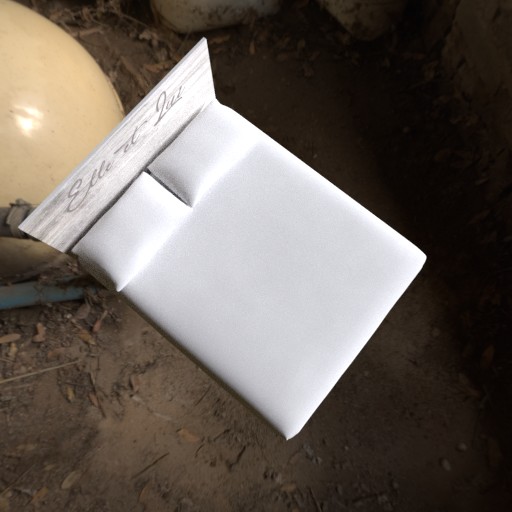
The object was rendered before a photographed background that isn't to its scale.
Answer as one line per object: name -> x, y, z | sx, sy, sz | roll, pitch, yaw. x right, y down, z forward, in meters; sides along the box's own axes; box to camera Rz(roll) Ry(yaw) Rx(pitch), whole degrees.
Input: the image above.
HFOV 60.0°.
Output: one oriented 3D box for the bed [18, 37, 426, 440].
bed -> 0.000, 0.000, 3.145 | 2.094, 1.335, 1.745 | 39, 80, 8
